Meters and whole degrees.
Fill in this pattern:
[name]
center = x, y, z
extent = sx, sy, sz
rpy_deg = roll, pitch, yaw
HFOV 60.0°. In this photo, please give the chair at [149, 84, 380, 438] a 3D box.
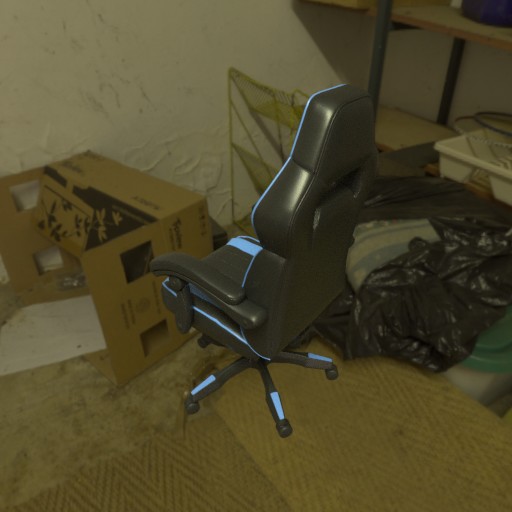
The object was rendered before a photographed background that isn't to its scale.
[chair]
center = 0.000, 0.000, 1.693
extent = 0.700, 1.280, 0.700
rpy_deg = 22, 37, 31
